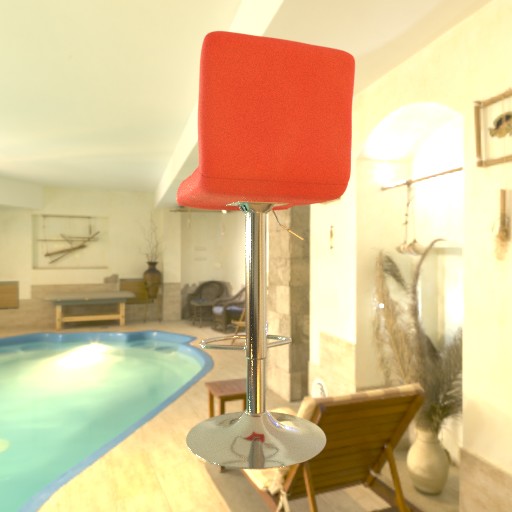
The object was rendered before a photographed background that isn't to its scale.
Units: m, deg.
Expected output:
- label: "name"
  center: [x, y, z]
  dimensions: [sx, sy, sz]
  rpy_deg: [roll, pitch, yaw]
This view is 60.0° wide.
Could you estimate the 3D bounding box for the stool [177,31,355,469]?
- label: "stool"
  center: [0.000, 0.000, 1.361]
  dimensions: [0.430, 1.115, 0.505]
  rpy_deg: [0, 0, -18]
